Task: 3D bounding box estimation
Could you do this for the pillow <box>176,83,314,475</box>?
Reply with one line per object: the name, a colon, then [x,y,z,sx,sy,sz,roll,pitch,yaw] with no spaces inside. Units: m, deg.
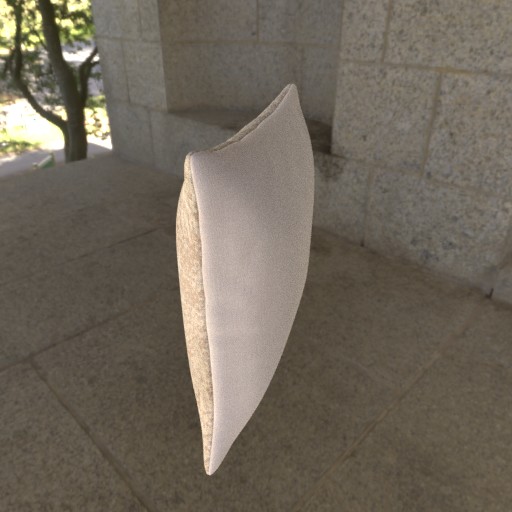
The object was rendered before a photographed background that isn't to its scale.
pillow: [0.000,0.000,0.783,0.166,0.510,0.523,8,30,14]
